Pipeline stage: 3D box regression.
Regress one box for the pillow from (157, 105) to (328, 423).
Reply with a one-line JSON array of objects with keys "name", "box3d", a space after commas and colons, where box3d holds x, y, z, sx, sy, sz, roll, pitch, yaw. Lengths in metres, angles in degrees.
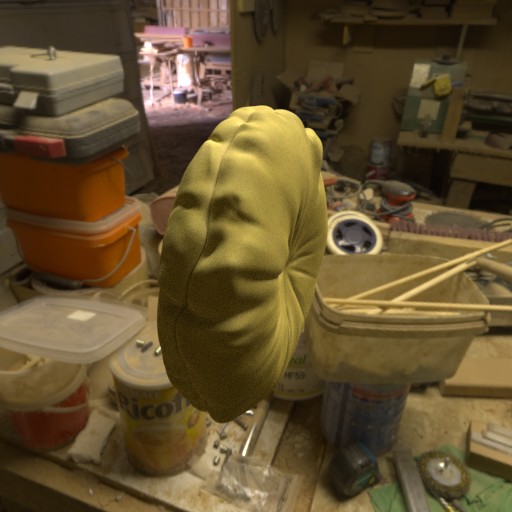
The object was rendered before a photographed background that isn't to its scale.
[{"name": "pillow", "box3d": [0.000, 0.000, 0.637, 0.148, 0.407, 0.428, 11, 33, 18]}]
